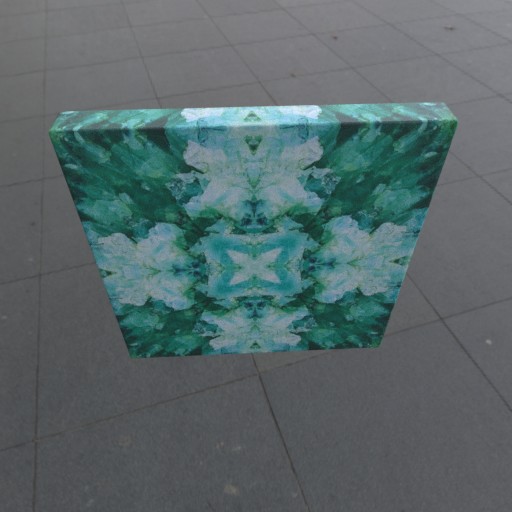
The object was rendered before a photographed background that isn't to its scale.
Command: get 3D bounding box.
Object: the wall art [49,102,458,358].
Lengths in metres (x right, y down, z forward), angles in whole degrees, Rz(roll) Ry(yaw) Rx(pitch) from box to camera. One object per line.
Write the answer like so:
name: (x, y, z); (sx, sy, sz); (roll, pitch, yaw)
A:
wall art: (0.000, 0.000, 0.458); (0.313, 0.313, 0.033); (-2, 45, -2)
